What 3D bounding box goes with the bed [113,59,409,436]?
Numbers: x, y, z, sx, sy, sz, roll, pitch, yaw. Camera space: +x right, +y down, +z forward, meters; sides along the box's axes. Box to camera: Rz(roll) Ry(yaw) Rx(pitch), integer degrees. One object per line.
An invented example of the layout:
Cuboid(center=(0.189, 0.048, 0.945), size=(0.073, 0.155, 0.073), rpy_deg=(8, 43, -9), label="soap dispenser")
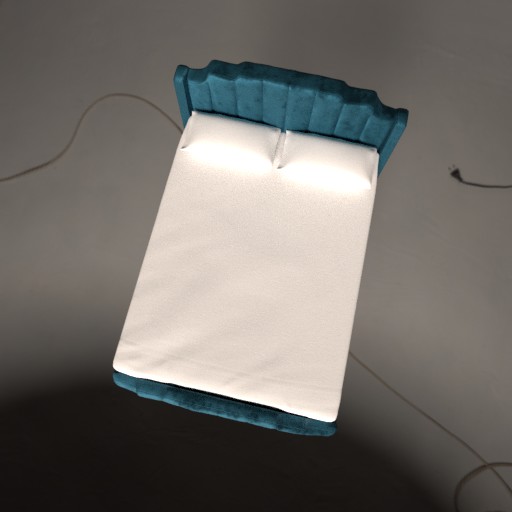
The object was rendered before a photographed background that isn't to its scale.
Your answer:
Cuboid(center=(0.000, 0.000, 3.315), size=(1.678, 1.338, 2.322), rpy_deg=(12, 76, 3), label="bed")
